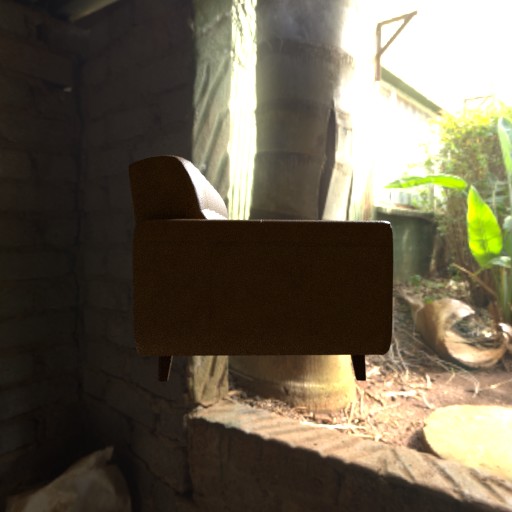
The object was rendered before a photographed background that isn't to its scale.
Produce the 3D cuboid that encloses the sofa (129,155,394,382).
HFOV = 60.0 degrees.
[{"bbox_3d":[0.000,0.000,2.621,0.980,0.892,2.137,0,3,0],"label":"sofa"}]
